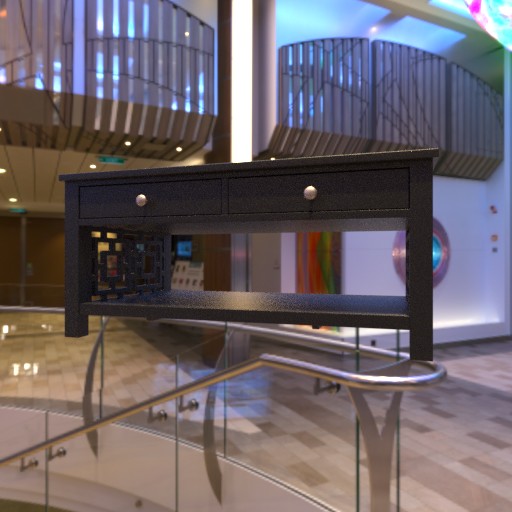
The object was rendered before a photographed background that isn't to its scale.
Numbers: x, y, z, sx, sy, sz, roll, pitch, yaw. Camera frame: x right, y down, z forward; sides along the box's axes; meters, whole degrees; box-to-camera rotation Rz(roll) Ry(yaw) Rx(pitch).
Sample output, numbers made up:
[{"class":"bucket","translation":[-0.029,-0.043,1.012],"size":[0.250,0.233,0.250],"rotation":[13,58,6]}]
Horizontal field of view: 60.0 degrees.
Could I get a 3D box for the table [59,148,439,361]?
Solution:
[{"class":"table","translation":[0.000,0.000,1.458],"size":[1.068,0.493,0.612],"rotation":[0,0,18]}]
